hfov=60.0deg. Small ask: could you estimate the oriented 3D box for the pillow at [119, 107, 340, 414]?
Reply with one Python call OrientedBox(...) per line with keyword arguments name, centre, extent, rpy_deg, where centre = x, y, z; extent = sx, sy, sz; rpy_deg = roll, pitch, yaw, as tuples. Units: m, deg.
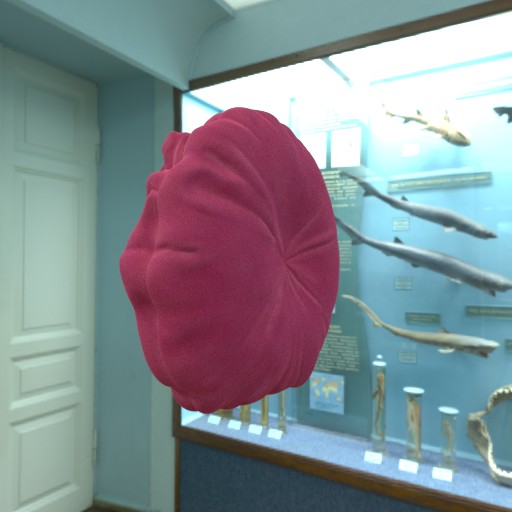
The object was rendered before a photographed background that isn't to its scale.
OrientedBox(name="pillow", centre=(0.000, 0.000, 0.642), extent=(0.148, 0.407, 0.428), rpy_deg=(-1, -2, 34))
